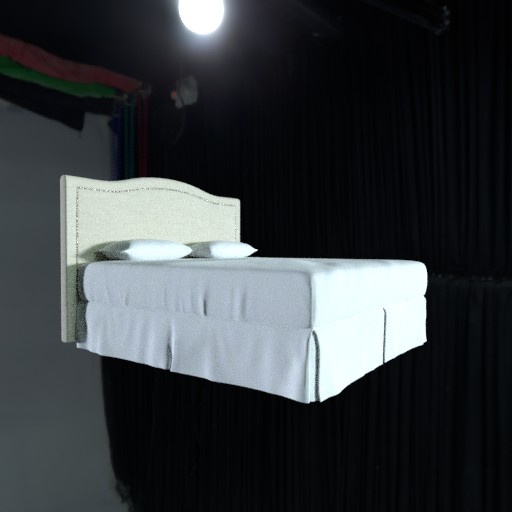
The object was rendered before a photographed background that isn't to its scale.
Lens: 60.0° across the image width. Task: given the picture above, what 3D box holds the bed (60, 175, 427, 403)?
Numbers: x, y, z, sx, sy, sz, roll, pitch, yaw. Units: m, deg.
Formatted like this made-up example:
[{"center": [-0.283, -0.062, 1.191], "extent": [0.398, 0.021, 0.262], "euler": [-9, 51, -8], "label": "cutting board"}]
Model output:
[{"center": [0.000, 0.000, 3.555], "extent": [2.182, 1.421, 2.083], "euler": [1, 1, 37], "label": "bed"}]
